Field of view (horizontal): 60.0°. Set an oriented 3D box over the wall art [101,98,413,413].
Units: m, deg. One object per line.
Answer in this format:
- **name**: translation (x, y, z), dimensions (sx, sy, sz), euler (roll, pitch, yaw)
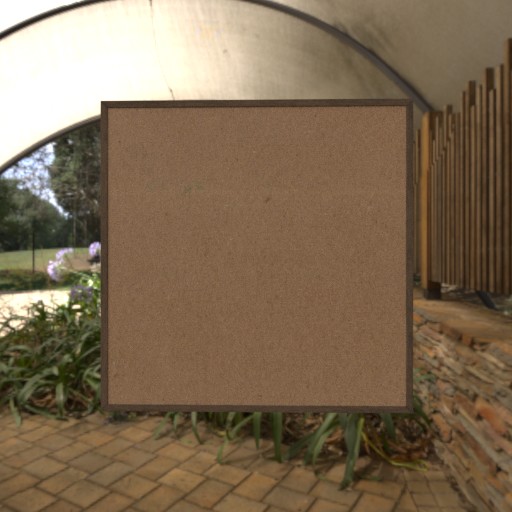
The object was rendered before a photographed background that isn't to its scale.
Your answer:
- **wall art**: translation (0.000, 0.000, 0.739), dimensions (0.508, 0.508, 0.038), euler (0, 0, 1)
